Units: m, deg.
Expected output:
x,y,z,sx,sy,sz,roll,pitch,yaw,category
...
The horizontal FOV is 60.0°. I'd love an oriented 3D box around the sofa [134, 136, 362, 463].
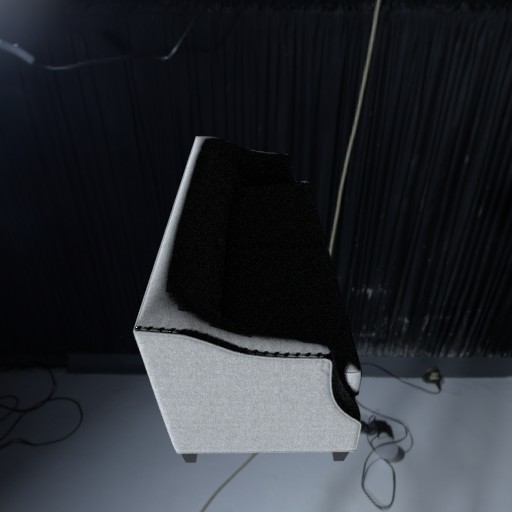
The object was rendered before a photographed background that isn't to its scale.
x,y,z,sx,sy,sz,roll,pitch,yaw,category
0.000,0.000,2.738,0.914,0.901,2.235,0,33,-1,sofa
